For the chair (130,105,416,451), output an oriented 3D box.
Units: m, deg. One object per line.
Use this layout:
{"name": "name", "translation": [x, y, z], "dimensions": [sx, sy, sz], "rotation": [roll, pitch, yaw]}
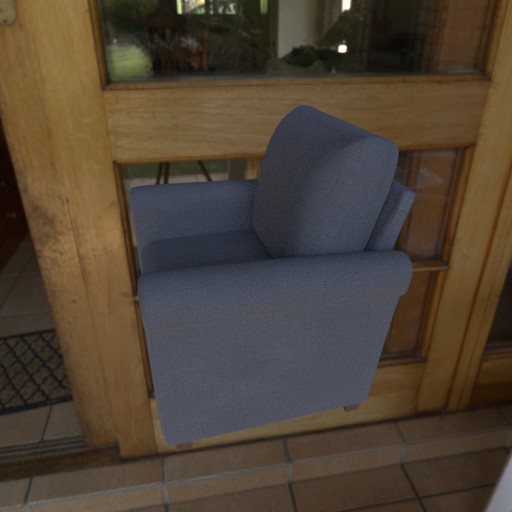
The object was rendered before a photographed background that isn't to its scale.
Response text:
{"name": "chair", "translation": [0.000, 0.000, 1.596], "dimensions": [0.828, 0.942, 0.867], "rotation": [-7, 29, -14]}
